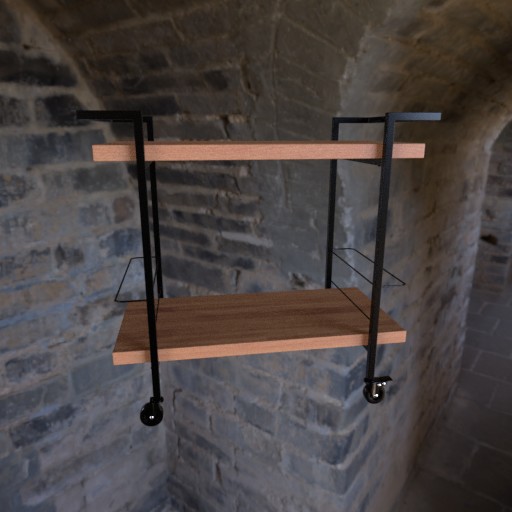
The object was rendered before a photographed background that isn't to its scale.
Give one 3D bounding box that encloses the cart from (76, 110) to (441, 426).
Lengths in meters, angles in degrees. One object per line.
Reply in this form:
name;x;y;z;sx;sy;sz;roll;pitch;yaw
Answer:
cart;0.000;0.000;1.253;0.806;0.762;0.406;-3;16;-9
